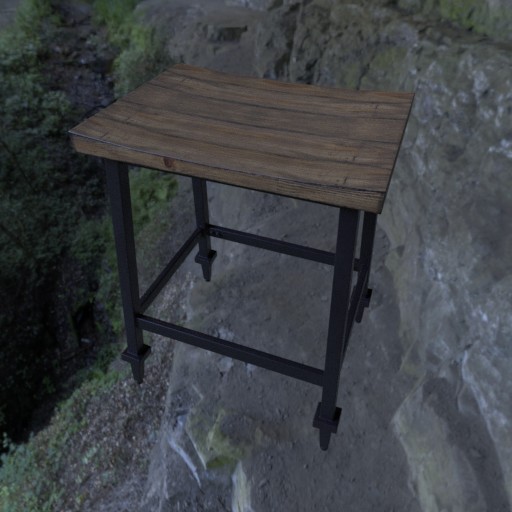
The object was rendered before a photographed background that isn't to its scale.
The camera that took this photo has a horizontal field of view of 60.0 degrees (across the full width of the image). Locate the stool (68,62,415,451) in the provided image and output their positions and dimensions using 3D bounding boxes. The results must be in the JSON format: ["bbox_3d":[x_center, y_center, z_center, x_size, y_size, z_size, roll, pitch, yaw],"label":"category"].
[{"bbox_3d":[0.000,0.000,0.924,0.486,0.625,0.405,14,42,16],"label":"stool"}]
